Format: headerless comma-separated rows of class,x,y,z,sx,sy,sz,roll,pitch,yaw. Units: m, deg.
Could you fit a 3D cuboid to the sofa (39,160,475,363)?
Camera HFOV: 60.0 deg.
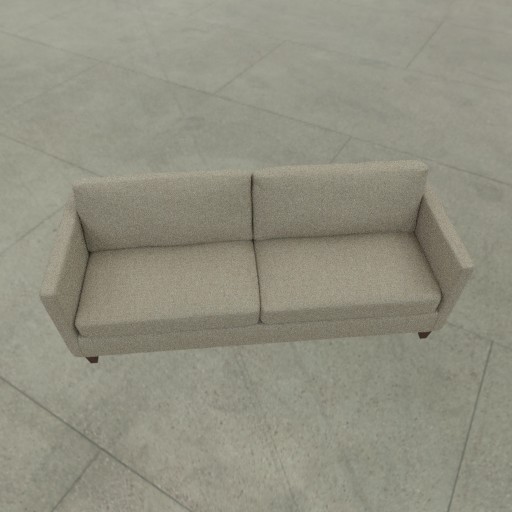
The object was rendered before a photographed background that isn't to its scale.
sofa,0.000,0.000,2.918,2.434,0.965,0.951,-4,47,-3
